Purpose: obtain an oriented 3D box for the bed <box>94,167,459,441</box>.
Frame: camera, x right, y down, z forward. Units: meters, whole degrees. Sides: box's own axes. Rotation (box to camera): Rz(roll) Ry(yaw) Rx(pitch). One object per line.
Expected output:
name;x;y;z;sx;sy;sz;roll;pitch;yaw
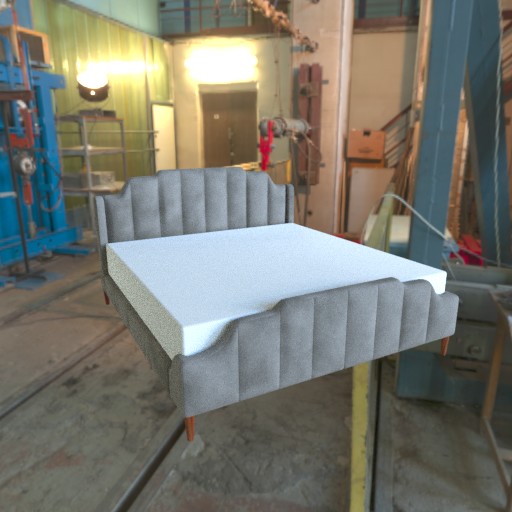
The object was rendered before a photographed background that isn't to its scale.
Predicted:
bed;0.000;0.000;3.584;2.074;1.245;2.340;-8;18;-27
